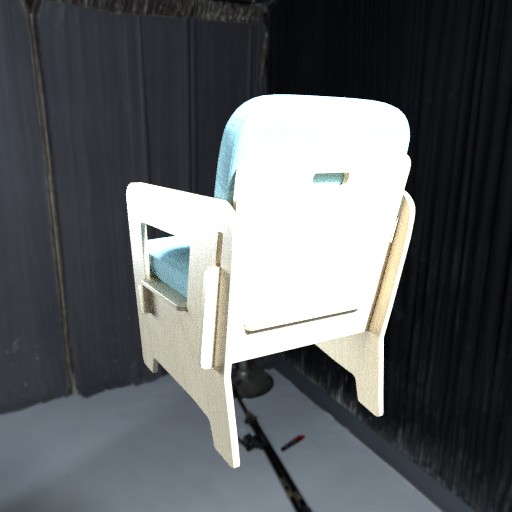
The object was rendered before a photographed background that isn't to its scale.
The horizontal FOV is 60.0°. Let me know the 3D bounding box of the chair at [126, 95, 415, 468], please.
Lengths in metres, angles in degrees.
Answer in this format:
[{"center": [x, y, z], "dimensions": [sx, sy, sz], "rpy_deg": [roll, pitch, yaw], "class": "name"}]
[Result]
[{"center": [0.000, 0.000, 1.254], "dimensions": [0.590, 0.800, 0.710], "rpy_deg": [-7, 16, -27], "class": "chair"}]
